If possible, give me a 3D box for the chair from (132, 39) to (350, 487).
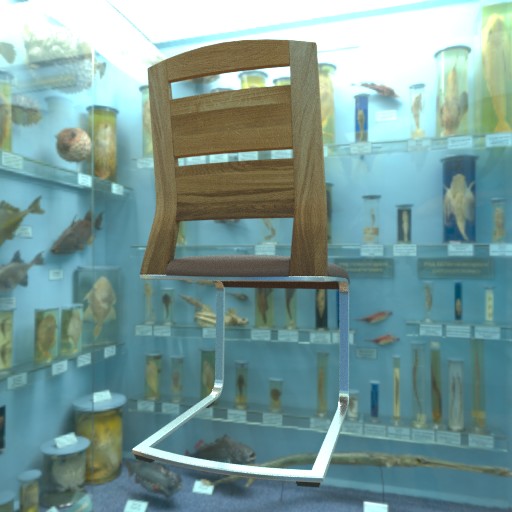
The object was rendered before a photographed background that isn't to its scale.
[{"bbox_3d":[0.000,0.000,1.236,0.460,0.970,0.570,0,-1,18],"label":"chair"}]
